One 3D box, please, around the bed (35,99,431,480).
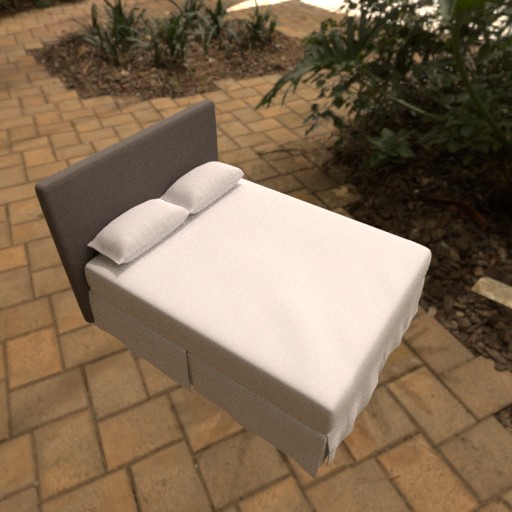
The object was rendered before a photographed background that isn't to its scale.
[{"bbox_3d":[0.000,0.000,3.162,2.142,1.330,1.723,25,47,26],"label":"bed"}]
